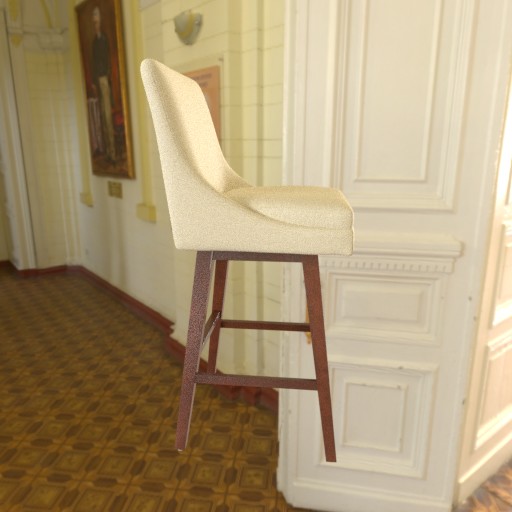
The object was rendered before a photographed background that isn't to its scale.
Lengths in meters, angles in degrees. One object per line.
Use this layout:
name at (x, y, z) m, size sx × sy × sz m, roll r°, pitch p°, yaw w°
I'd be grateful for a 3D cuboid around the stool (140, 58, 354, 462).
stool at (0.000, 0.000, 1.387) m, size 0.559 × 1.097 × 0.470 m, roll 2°, pitch 15°, yaw 6°
